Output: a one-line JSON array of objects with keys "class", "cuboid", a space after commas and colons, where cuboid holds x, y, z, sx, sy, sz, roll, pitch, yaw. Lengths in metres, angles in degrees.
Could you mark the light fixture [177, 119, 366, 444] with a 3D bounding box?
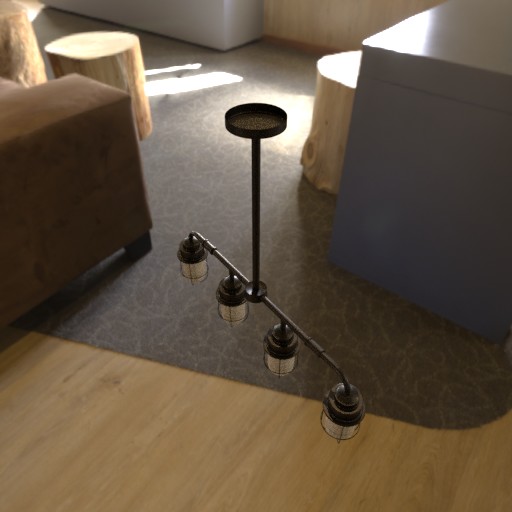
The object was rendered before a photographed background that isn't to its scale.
[{"class": "light fixture", "cuboid": [0.000, 0.000, 1.186, 0.131, 0.785, 0.852, -27, 48, -27]}]
